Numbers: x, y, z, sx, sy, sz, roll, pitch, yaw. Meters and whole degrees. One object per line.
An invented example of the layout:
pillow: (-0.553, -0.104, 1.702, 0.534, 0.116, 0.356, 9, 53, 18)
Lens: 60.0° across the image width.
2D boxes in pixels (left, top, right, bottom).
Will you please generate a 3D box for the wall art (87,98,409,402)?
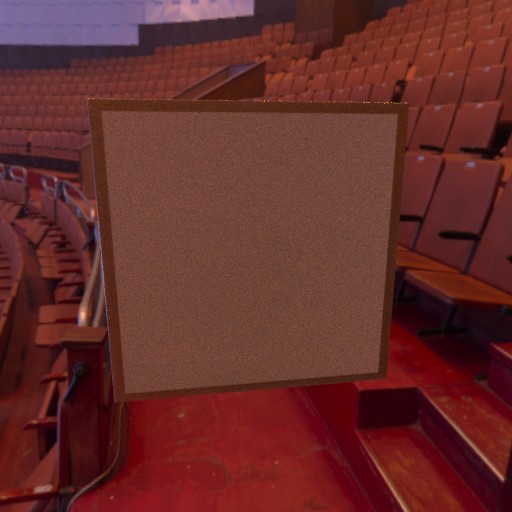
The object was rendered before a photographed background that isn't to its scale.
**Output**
wall art: (0.000, 0.000, 1.151, 0.762, 0.760, 0.037, -2, 15, -9)
